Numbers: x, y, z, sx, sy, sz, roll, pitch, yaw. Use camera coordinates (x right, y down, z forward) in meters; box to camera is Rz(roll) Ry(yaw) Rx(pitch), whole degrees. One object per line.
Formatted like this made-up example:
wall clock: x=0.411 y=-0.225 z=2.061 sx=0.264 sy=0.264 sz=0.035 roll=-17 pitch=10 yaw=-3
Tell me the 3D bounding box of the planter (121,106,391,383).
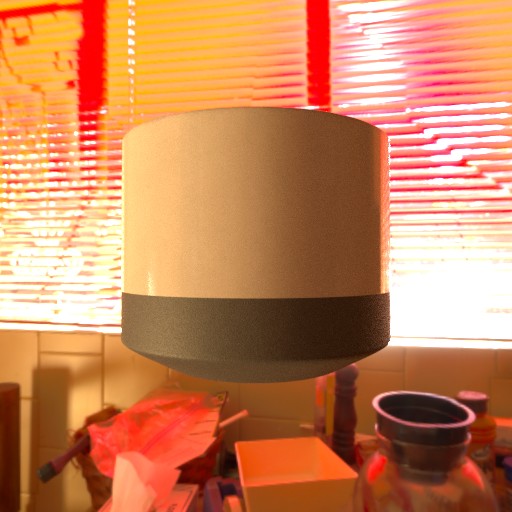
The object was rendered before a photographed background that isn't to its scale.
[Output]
planter: x=0.000 y=0.000 z=0.221 sx=0.128 sy=0.105 sz=0.128 roll=0 pitch=-1 yaw=0
